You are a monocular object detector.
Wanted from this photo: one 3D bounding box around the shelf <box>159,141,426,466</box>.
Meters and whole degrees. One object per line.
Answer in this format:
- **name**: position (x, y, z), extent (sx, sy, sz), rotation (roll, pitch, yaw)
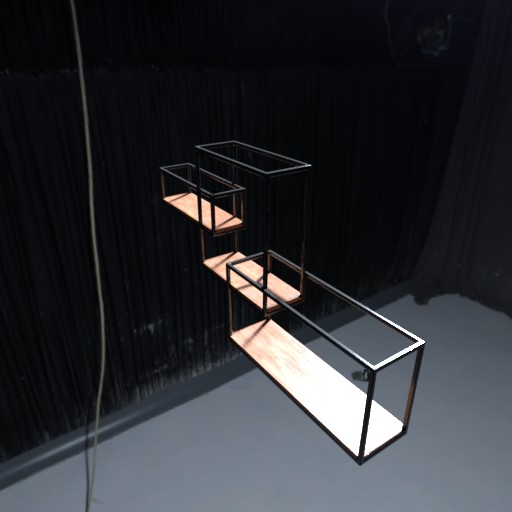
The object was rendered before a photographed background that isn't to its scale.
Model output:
- **shelf**: position (0.000, 0.000, 2.183), extent (0.275, 0.972, 1.781), rotation (-17, 31, -30)
